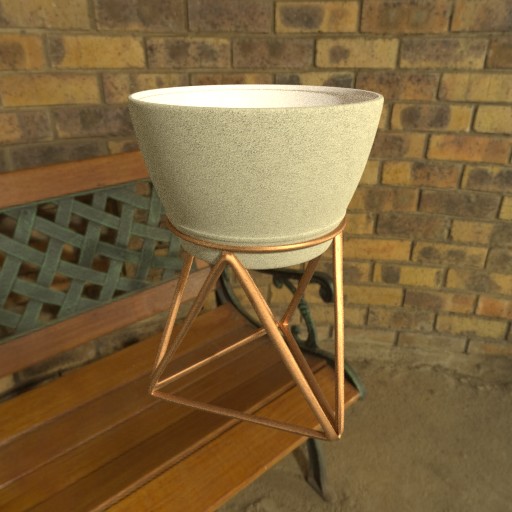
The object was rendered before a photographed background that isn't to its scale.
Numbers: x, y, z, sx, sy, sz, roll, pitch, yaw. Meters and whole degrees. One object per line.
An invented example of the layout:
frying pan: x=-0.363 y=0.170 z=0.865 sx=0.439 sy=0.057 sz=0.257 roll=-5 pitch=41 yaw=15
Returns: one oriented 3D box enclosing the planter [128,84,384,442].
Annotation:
planter: x=0.000 y=0.000 z=0.729 sx=0.350 sy=0.504 sz=0.350 roll=8 pitch=26 yaw=16
